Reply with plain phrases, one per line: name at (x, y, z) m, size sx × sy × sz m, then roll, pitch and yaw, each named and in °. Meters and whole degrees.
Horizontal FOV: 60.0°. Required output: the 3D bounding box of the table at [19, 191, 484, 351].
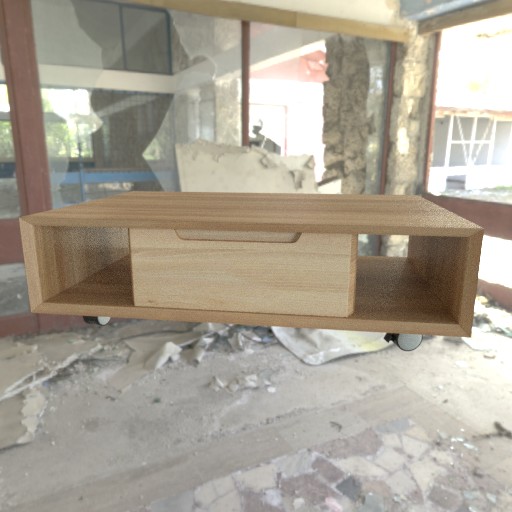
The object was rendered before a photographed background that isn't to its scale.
table at (0.000, 0.000, 1.410) m, size 1.100 × 0.330 × 0.700 m, roll 2°, pitch 14°, yaw 8°
